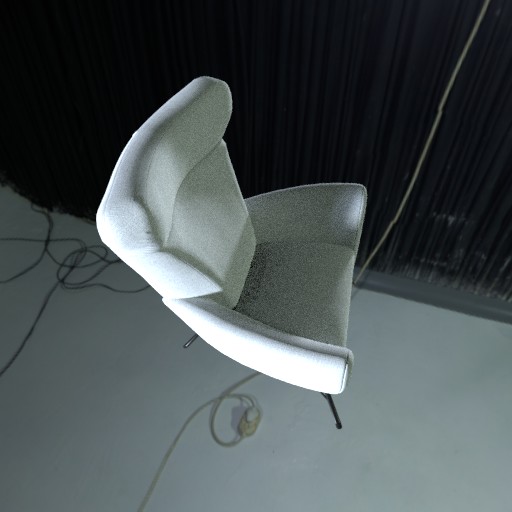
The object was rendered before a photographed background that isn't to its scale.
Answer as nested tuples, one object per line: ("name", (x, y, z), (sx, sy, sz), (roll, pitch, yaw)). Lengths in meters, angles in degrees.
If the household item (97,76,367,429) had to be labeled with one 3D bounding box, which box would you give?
("household item", (0.000, 0.000, 1.778), (0.900, 1.050, 0.980), (9, 47, 9))
